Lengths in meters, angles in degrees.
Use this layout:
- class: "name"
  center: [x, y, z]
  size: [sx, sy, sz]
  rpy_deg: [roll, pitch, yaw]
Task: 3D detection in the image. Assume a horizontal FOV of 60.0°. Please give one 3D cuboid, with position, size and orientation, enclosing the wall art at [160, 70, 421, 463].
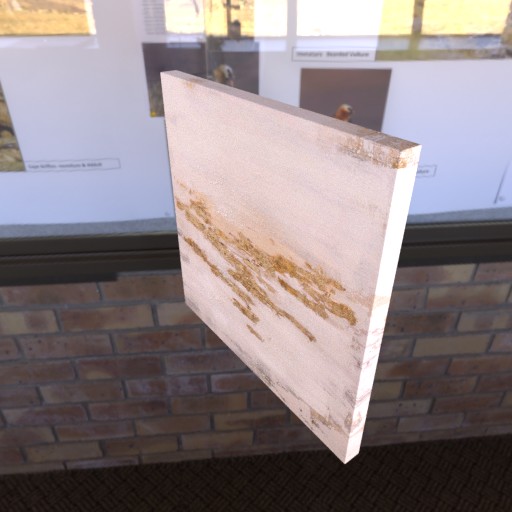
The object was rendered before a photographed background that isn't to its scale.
- class: "wall art"
  center: [0.000, 0.000, 0.892]
  size: [0.040, 0.613, 0.611]
  rpy_deg: [-22, 39, -31]
